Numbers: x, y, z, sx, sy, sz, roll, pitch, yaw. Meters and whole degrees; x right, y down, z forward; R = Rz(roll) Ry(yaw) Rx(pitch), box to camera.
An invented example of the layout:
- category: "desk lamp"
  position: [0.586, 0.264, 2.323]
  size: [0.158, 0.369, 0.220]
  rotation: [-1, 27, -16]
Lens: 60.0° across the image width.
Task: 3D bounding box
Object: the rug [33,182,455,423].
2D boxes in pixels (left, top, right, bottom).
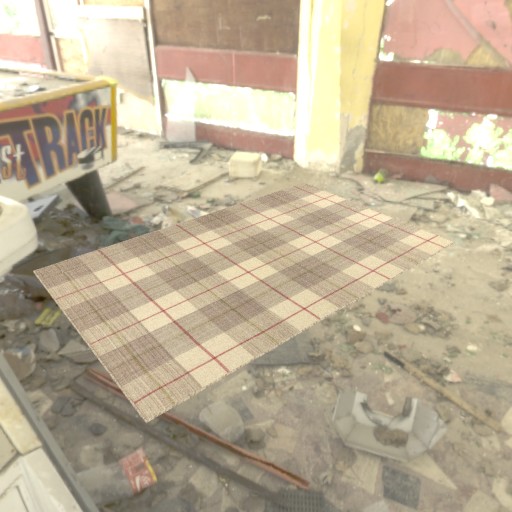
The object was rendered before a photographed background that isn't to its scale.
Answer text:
- category: "rug"
  position: [0.000, 0.000, 3.033]
  size: [2.464, 0.010, 1.549]
  rotation: [-23, 38, -33]
